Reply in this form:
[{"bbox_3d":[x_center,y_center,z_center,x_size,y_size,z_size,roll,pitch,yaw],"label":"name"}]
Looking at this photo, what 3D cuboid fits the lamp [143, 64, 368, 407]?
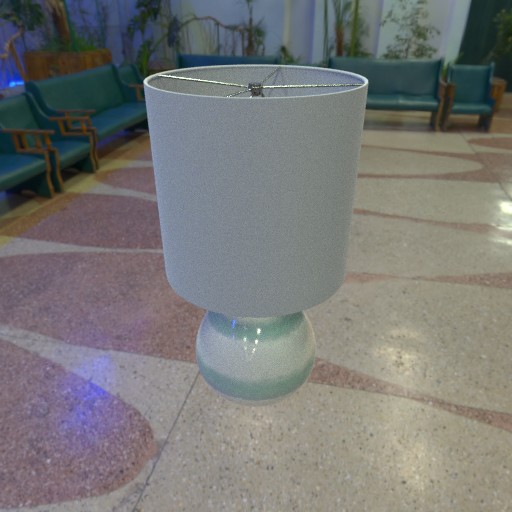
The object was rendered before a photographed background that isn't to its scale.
[{"bbox_3d":[0.000,0.000,0.536,0.217,0.404,0.217,8,31,14],"label":"lamp"}]
